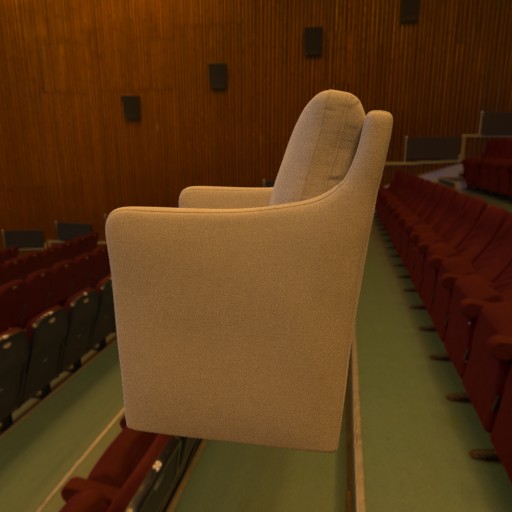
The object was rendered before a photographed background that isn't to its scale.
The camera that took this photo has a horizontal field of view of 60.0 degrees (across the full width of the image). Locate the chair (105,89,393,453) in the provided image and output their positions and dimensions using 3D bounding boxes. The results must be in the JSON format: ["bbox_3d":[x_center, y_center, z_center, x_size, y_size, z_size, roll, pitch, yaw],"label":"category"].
[{"bbox_3d":[0.000,0.000,1.363,0.694,0.914,0.626,3,15,10],"label":"chair"}]
